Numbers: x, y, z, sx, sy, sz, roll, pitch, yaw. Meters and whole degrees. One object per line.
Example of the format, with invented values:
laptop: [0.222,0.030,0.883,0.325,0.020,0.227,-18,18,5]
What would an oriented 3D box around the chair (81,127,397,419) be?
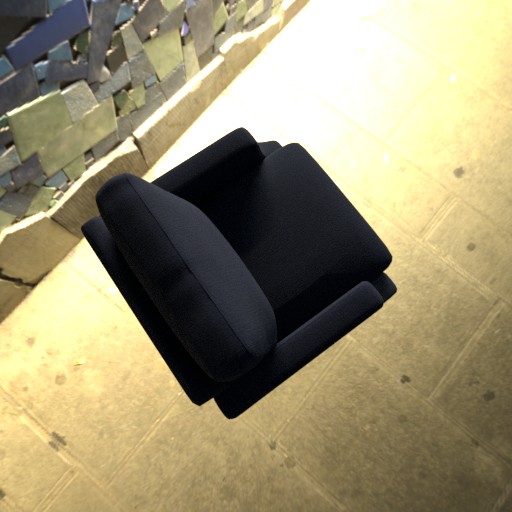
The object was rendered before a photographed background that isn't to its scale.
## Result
chair: [0.000,0.000,1.684,0.897,0.991,0.855,-35,77,-9]
